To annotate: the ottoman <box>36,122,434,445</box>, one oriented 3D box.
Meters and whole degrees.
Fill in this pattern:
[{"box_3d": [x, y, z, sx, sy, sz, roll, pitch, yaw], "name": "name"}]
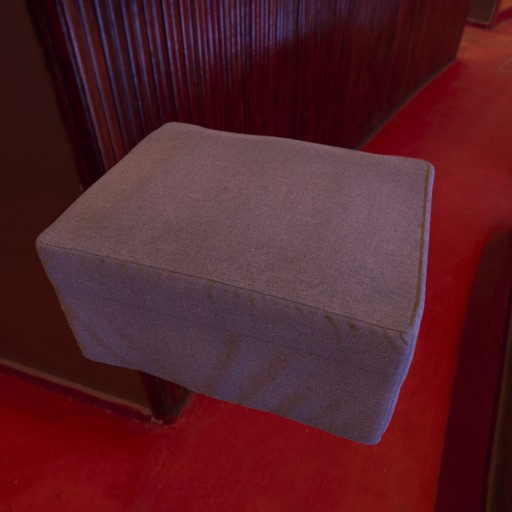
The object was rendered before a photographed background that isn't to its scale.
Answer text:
[{"box_3d": [0.000, 0.000, 1.218, 0.833, 0.492, 0.652, 13, 44, 13], "name": "ottoman"}]
